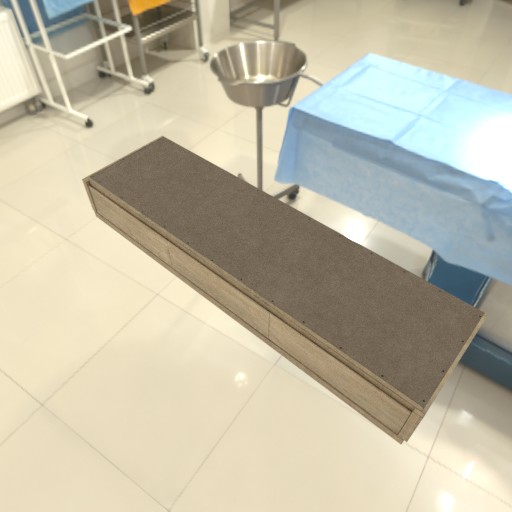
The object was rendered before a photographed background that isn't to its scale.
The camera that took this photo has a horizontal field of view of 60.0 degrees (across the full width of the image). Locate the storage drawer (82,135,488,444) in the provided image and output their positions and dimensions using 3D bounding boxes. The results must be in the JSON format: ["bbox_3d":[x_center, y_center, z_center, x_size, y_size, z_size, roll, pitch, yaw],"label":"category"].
[{"bbox_3d":[0.000,0.000,2.271,2.072,0.274,0.591,33,55,26],"label":"storage drawer"}]
